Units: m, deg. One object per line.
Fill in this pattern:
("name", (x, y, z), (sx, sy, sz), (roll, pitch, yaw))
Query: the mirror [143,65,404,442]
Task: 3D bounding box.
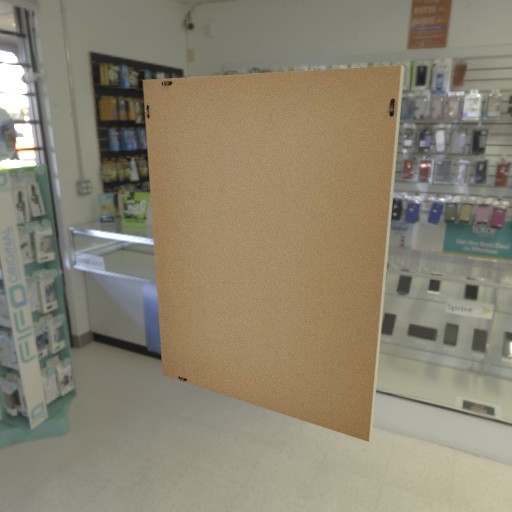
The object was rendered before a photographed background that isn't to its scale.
("mirror", (0.000, 0.000, 1.331), (0.762, 1.016, 0.040), (9, 19, 27))
